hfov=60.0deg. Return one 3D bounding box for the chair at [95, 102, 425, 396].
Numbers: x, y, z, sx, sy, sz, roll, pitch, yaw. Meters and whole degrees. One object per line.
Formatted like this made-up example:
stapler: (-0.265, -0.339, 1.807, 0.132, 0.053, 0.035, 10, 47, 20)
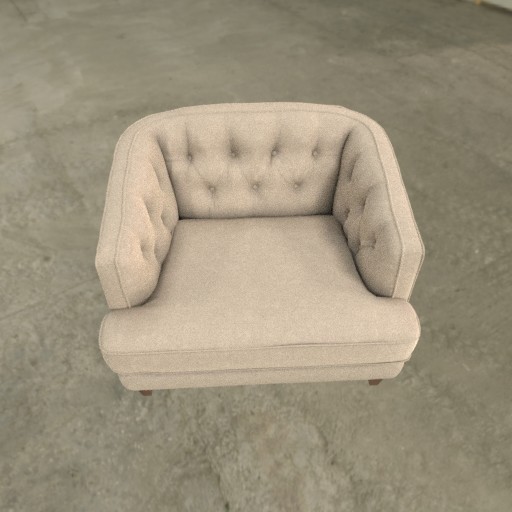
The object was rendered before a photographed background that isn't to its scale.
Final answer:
chair: (0.000, 0.000, 1.795, 1.104, 0.852, 0.941, -2, 46, -2)
